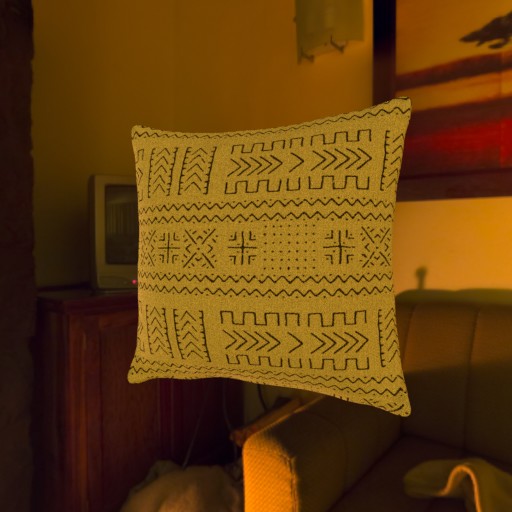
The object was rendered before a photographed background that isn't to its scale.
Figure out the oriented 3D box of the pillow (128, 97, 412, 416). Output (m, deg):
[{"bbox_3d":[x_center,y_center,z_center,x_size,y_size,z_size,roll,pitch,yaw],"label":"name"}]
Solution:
[{"bbox_3d":[0.000,0.000,0.661,0.438,0.430,0.164,0,1,18],"label":"pillow"}]
